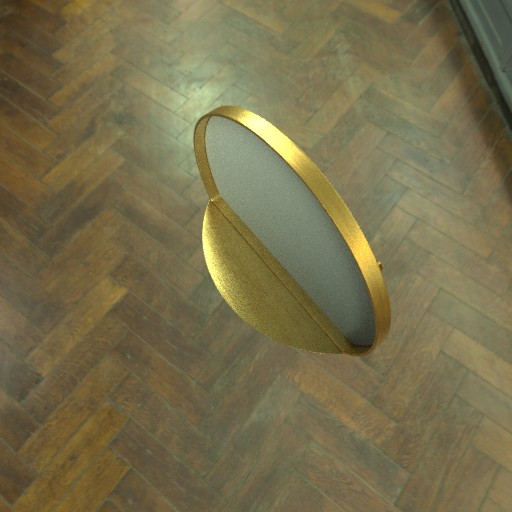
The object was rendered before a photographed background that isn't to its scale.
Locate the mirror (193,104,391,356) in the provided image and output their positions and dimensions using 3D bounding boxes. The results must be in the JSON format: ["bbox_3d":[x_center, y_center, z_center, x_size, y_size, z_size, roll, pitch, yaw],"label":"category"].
[{"bbox_3d":[0.000,0.000,0.722,0.133,0.457,0.457,-35,69,-15],"label":"mirror"}]
